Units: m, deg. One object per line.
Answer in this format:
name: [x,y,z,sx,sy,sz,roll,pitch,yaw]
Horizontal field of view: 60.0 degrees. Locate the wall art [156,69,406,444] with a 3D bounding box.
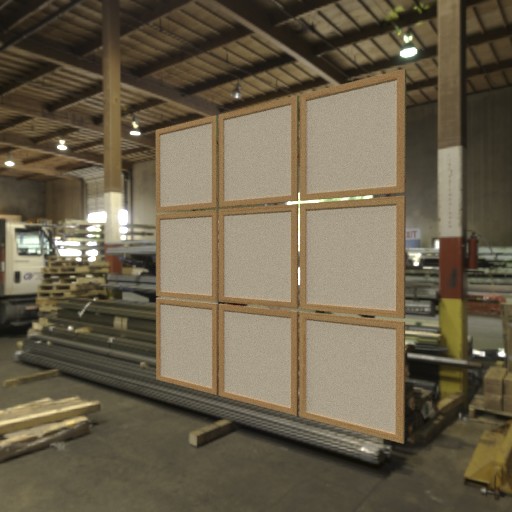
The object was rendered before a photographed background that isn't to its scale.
wall art: [0.000,0.000,1.809,1.214,1.219,0.013,0,1,37]
